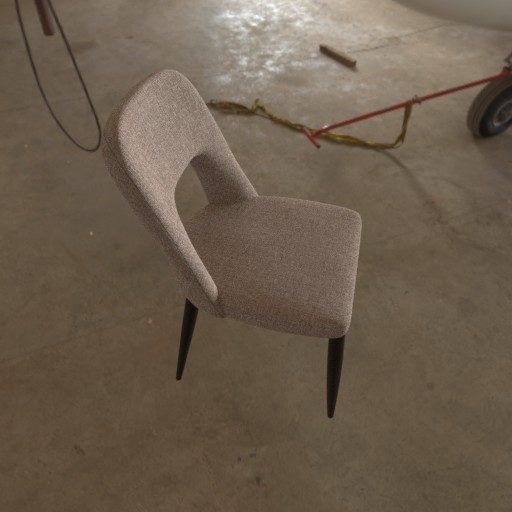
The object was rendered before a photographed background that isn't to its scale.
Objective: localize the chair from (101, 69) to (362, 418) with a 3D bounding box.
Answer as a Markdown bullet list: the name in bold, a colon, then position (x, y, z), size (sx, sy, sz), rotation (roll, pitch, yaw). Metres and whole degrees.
- **chair**: position (0.000, 0.000, 1.279), size (0.612, 0.931, 0.470), rotation (10, 47, 9)
